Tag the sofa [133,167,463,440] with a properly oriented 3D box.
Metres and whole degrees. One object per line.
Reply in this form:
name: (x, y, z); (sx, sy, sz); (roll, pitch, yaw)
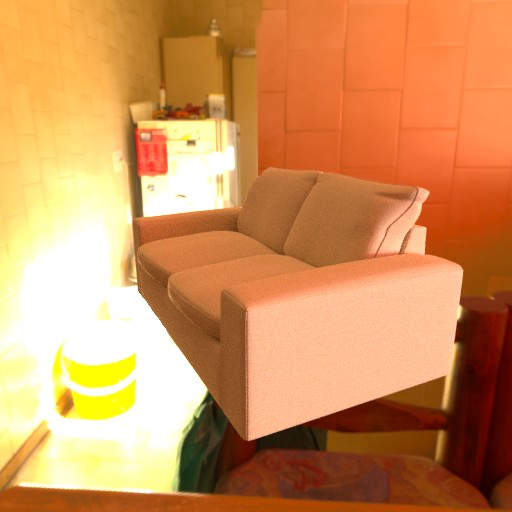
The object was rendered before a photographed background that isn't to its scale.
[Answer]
sofa: (0.000, 0.000, 2.412); (1.091, 0.875, 1.754); (-8, 17, -26)
